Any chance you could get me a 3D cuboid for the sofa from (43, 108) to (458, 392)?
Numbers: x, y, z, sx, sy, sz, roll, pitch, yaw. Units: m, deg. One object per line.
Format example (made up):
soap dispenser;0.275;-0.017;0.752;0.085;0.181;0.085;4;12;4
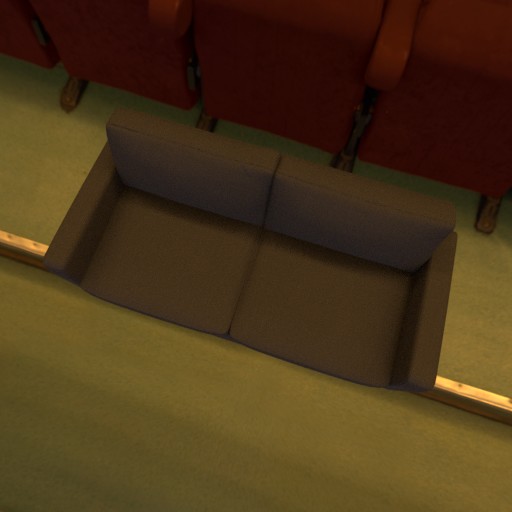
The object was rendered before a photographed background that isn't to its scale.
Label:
sofa;0.000;0.000;2.249;1.852;0.839;0.898;17;76;4
